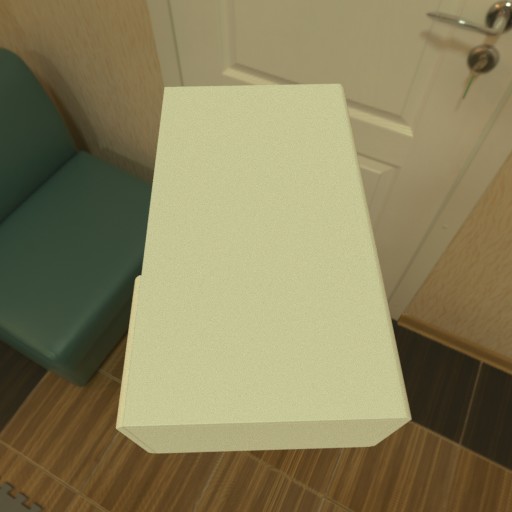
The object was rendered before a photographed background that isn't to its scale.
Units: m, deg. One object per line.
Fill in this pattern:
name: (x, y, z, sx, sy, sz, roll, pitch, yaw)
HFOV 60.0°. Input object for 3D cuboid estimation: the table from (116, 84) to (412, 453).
table: (0.000, 0.000, 1.408, 0.639, 0.442, 1.097, -1, 58, -1)
